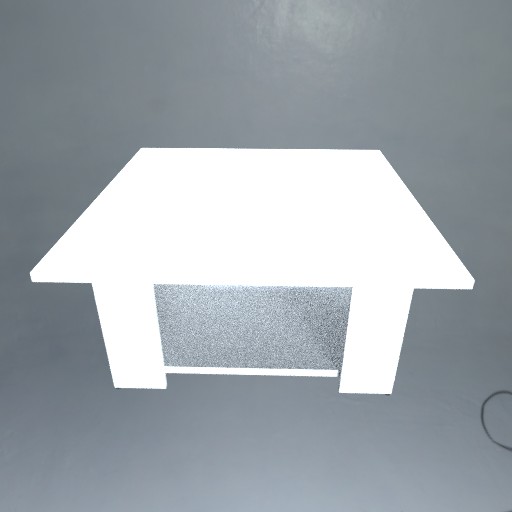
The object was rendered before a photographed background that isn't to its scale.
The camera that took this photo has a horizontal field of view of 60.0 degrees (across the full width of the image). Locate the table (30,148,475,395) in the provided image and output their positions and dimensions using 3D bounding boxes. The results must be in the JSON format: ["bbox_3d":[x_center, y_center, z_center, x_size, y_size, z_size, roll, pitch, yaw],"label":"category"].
[{"bbox_3d":[0.000,0.000,1.034,0.670,0.305,0.670,1,30,2],"label":"table"}]
